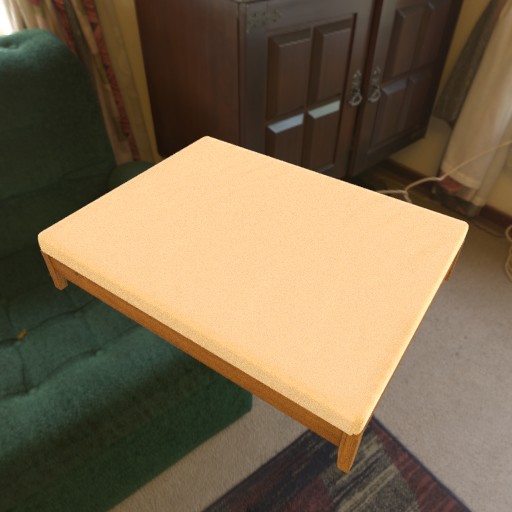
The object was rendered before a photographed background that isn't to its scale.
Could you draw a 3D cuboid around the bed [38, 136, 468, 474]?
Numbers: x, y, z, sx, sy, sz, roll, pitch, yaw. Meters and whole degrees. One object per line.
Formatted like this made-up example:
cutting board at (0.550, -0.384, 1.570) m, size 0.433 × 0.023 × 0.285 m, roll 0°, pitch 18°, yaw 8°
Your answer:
bed at (0.000, 0.000, 2.691) m, size 2.016 × 0.431 × 1.536 m, roll 24°, pitch 47°, yaw 25°
